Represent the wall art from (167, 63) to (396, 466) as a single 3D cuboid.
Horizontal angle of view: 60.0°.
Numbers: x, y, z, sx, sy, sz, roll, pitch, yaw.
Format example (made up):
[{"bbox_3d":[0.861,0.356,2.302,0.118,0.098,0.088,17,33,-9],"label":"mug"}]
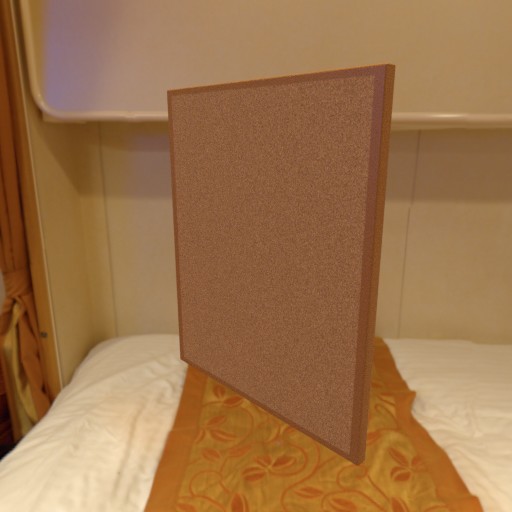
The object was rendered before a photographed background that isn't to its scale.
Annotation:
[{"bbox_3d":[0.000,0.000,0.510,0.015,0.379,0.310,-15,21,-42],"label":"wall art"}]
